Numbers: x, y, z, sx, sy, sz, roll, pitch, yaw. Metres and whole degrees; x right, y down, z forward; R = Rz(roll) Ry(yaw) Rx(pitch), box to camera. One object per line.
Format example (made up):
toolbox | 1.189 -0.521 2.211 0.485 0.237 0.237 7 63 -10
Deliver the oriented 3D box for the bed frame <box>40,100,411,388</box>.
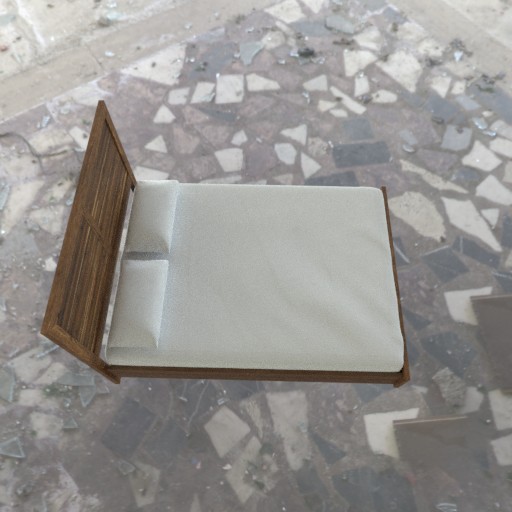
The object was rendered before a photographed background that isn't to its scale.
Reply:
bed frame | 0.000 0.000 3.371 2.276 1.417 1.696 1 63 1
